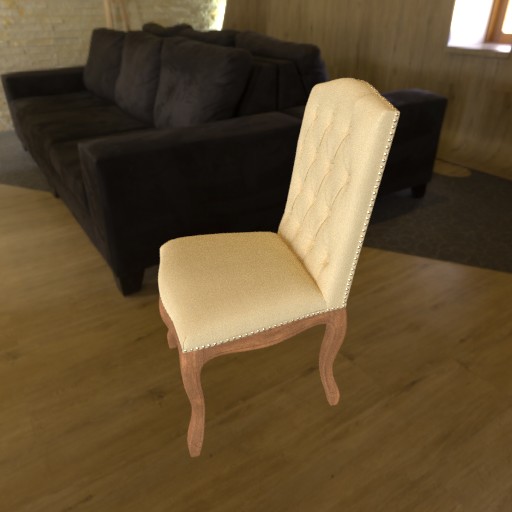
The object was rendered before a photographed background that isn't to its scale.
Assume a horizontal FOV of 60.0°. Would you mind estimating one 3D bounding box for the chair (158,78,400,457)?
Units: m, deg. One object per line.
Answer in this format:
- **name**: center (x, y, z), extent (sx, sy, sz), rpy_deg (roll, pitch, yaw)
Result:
- **chair**: center (0.000, 0.000, 1.584), extent (0.715, 1.165, 0.623), rpy_deg (-8, 31, -15)
